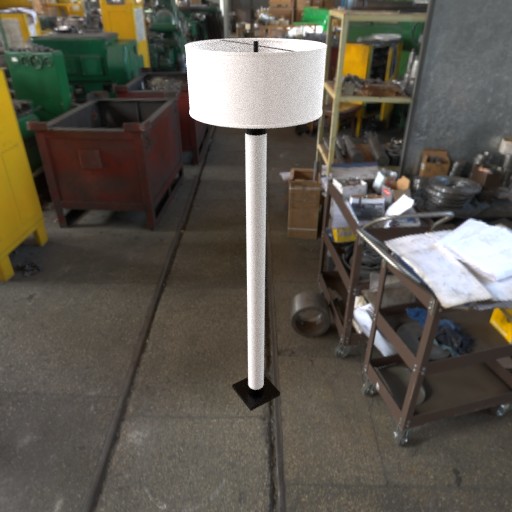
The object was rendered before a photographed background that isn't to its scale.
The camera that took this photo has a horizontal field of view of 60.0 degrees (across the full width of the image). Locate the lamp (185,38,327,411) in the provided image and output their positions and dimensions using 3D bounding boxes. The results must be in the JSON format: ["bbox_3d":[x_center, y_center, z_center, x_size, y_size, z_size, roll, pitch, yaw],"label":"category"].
[{"bbox_3d":[0.000,0.000,1.685,0.420,1.475,0.420,-19,35,-28],"label":"lamp"}]
